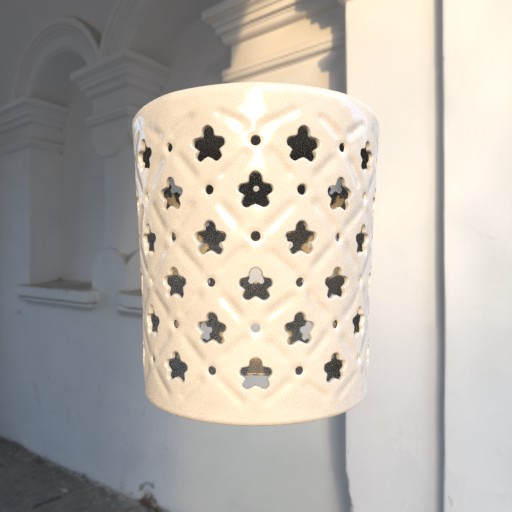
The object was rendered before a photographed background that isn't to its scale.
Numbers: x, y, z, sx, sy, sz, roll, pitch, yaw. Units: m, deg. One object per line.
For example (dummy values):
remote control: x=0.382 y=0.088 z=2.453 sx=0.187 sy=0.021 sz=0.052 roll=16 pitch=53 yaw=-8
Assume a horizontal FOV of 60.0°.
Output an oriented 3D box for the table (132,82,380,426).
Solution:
table: x=0.000 y=0.000 z=0.653 sx=0.352 sy=0.387 sz=0.352 roll=0 pitch=0 yaw=0
